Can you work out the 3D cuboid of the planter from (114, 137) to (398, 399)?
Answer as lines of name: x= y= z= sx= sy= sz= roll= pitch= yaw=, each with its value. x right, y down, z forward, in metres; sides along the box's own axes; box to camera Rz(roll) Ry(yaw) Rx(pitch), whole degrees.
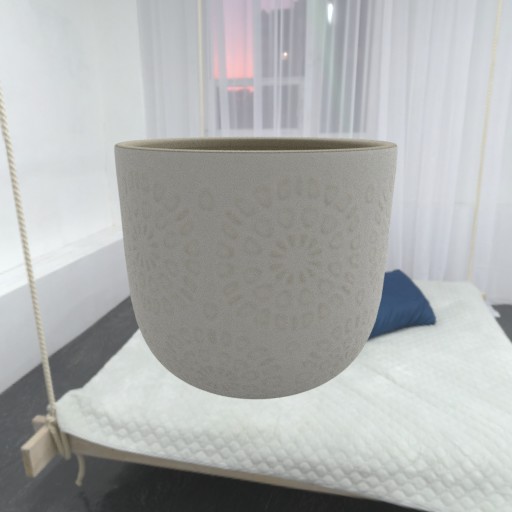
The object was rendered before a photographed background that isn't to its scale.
planter: x=0.000 y=0.000 z=0.219 sx=0.124 sy=0.109 sz=0.124 roll=0 pitch=17 yaw=0
